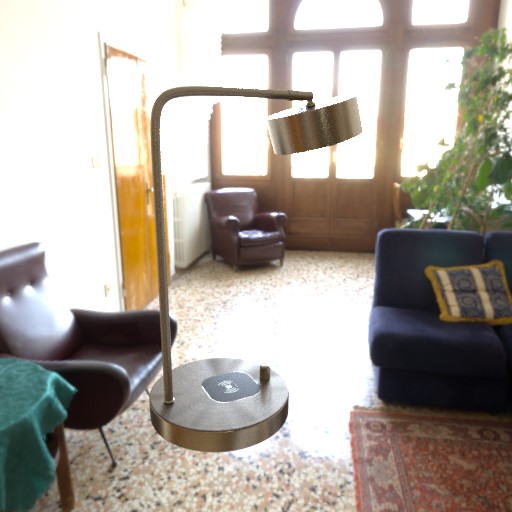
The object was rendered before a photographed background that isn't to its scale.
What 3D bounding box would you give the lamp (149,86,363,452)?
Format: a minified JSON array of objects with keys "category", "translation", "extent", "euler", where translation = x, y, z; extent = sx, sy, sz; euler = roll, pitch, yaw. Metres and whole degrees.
[{"category":"lamp","translation":[0.000,0.000,0.656],"extent":[0.334,0.469,0.211],"euler":[-7,15,-25]}]
